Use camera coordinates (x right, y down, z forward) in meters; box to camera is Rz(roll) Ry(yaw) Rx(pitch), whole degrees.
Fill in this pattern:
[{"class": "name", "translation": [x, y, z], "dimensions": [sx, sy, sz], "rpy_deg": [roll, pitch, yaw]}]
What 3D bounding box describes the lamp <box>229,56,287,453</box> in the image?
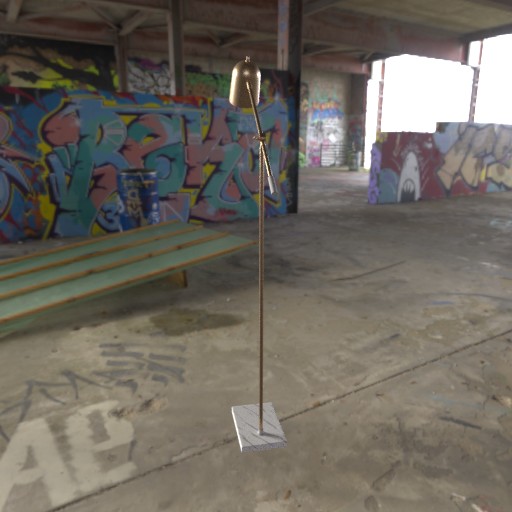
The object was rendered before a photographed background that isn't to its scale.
[{"class": "lamp", "translation": [0.000, 0.000, 1.842], "dimensions": [0.194, 1.594, 0.653], "rpy_deg": [-3, 15, -11]}]
